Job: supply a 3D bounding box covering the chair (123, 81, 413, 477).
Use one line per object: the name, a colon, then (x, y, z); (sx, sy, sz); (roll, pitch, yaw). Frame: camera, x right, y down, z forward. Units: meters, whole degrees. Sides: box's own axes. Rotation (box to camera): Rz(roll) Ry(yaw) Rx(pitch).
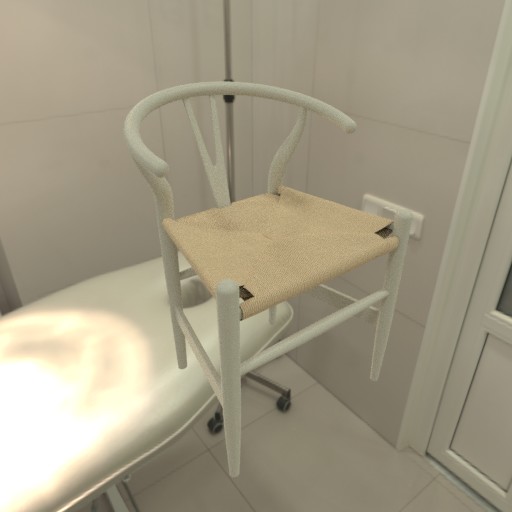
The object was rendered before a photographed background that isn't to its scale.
chair: (0.000, 0.000, 1.080); (0.533, 0.736, 0.500); (-21, 36, -31)
